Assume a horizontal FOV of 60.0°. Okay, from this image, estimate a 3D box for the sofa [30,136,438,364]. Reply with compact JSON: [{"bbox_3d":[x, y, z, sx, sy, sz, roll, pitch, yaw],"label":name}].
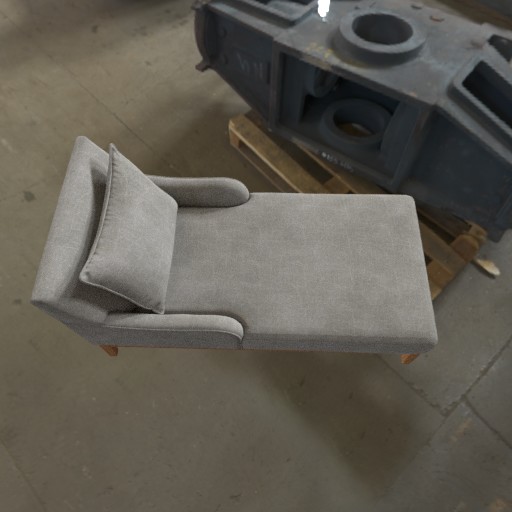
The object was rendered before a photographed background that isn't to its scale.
[{"bbox_3d":[0.000,0.000,2.290,1.779,0.859,0.894,1,62,1],"label":"sofa"}]
